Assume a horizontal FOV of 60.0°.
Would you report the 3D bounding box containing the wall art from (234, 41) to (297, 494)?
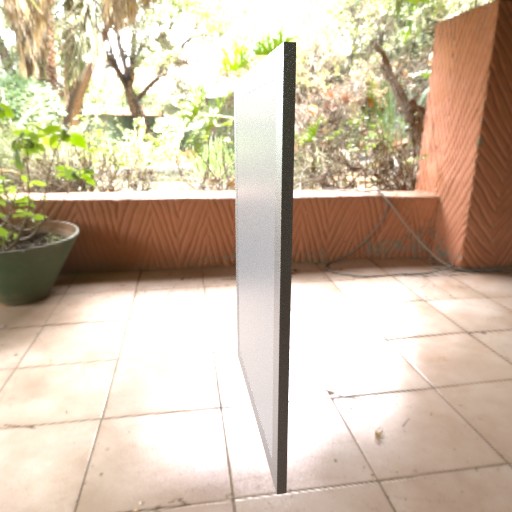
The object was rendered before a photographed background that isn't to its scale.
[{"bbox_3d":[0.000,0.000,0.674,0.013,0.529,0.376,-3,16,-10],"label":"wall art"}]
